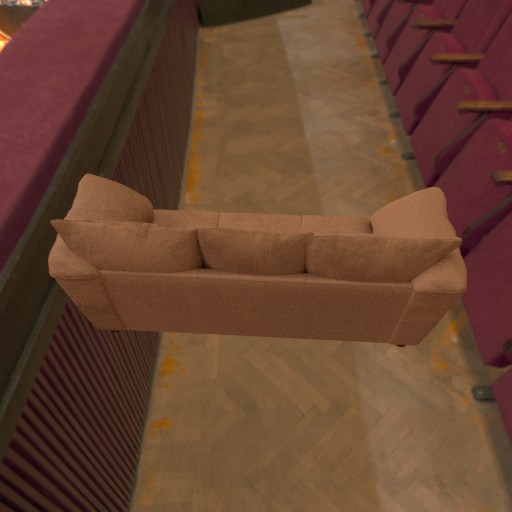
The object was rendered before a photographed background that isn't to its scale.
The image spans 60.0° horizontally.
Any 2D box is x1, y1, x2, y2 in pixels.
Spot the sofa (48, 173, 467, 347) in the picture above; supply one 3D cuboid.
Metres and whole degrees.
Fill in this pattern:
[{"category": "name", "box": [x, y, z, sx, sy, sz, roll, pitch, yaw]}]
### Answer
[{"category": "sofa", "box": [0.000, 0.000, 2.840, 2.377, 0.981, 0.893, 2, 46, 2]}]
